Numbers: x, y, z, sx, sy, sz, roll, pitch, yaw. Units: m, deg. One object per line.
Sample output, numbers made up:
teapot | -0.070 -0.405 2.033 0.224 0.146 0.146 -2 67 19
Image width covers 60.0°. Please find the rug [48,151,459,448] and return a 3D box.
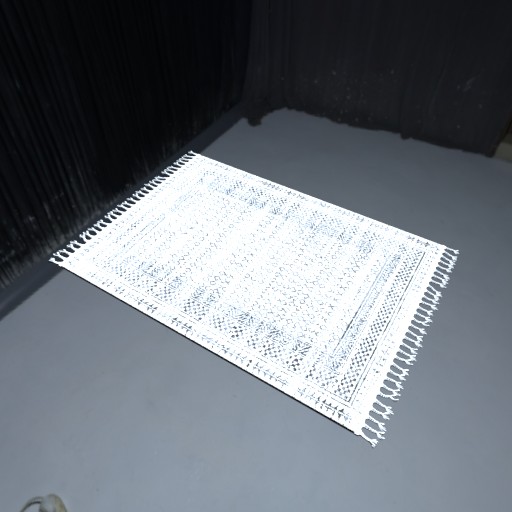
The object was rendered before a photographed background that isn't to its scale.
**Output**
rug | 0.000 0.000 2.382 1.872 0.013 1.243 24 51 21
